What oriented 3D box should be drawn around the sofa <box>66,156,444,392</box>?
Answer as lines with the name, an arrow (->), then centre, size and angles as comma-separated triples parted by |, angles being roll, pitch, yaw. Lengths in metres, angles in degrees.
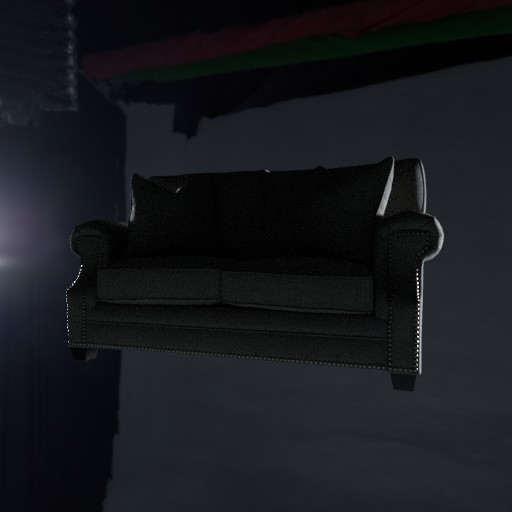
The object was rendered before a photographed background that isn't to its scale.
sofa -> 0.000, 0.000, 2.236 | 1.701, 0.966, 0.966 | 0, 0, 19
